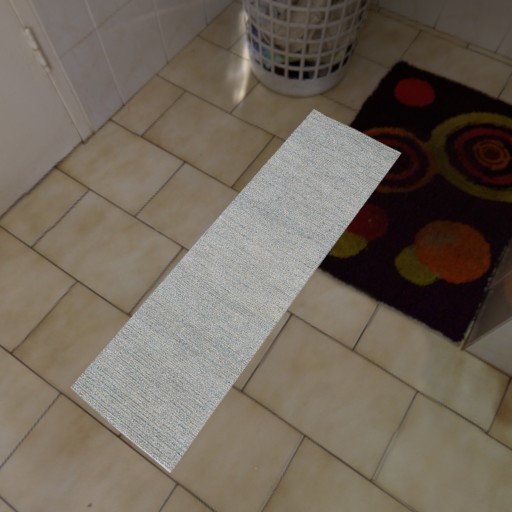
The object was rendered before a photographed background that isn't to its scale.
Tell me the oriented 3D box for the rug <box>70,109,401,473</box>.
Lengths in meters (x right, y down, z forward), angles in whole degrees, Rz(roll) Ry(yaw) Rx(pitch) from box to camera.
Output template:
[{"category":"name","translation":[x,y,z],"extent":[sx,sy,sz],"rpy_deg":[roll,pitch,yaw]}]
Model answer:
[{"category":"rug","translation":[0.000,0.000,2.595],"extent":[0.675,0.037,2.341],"rpy_deg":[33,69,15]}]
